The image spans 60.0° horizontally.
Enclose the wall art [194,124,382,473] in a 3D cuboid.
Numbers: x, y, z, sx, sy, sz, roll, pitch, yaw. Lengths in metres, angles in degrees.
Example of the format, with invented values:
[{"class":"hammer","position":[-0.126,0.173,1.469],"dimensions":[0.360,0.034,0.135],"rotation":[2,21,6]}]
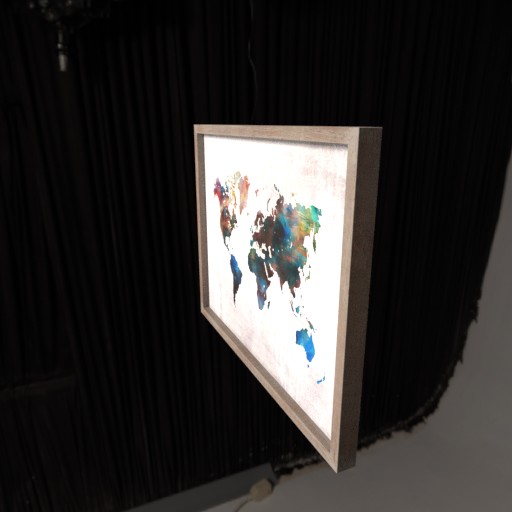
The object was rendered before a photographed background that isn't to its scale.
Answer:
[{"class":"wall art","position":[0.000,0.000,1.787],"dimensions":[0.070,1.009,1.320],"rotation":[-8,18,-24]}]
